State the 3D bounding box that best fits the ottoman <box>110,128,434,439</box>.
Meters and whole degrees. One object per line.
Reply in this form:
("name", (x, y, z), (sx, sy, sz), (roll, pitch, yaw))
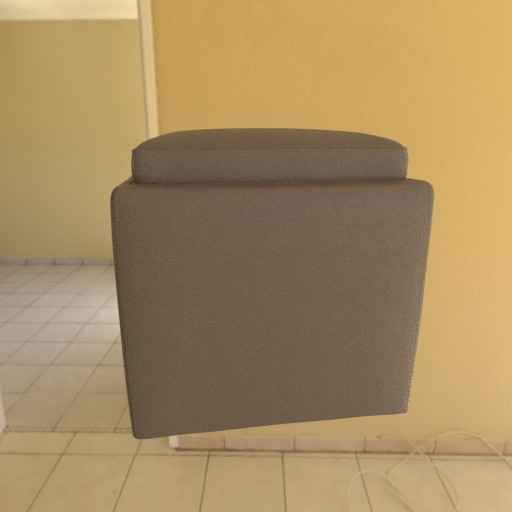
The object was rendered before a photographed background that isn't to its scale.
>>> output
("ottoman", (0.000, 0.000, 0.830), (0.451, 0.460, 0.450), (-2, 16, -8))
